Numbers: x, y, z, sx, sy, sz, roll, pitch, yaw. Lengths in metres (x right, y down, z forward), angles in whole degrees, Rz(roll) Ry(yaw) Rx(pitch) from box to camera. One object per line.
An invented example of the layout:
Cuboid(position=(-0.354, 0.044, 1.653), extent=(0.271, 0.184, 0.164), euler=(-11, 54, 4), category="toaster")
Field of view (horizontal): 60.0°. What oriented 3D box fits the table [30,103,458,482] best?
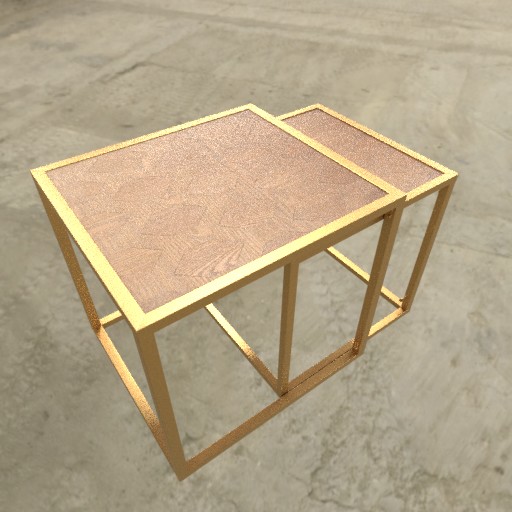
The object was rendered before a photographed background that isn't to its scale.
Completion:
Cuboid(position=(0.000, 0.000, 1.073), extent=(0.762, 0.505, 0.505), euler=(-26, 48, -26), category="table")
